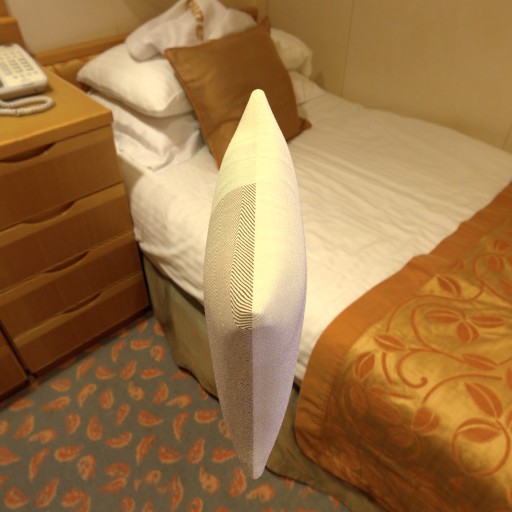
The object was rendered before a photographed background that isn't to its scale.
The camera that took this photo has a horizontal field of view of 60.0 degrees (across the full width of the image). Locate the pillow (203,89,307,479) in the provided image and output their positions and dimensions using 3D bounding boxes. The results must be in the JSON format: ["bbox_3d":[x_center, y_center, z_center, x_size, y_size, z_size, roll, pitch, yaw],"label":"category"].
[{"bbox_3d":[0.000,0.000,0.641,0.139,0.305,0.506,0,41,1],"label":"pillow"}]
